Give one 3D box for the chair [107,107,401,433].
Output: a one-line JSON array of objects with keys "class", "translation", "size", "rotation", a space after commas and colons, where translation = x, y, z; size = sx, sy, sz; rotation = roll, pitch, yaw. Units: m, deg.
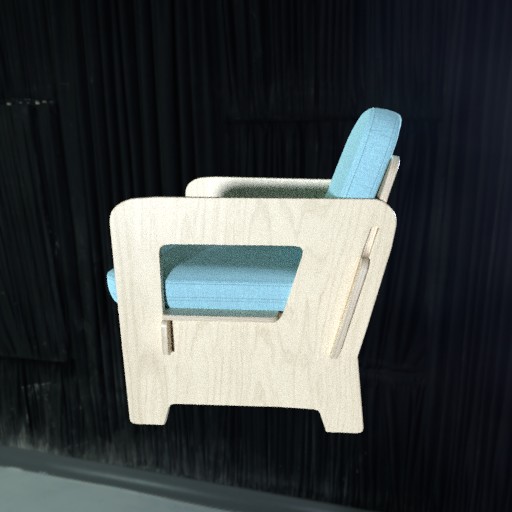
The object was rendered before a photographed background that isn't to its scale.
[{"class": "chair", "translation": [0.000, 0.000, 1.283], "size": [0.710, 0.800, 0.590], "rotation": [2, 15, 9]}]
